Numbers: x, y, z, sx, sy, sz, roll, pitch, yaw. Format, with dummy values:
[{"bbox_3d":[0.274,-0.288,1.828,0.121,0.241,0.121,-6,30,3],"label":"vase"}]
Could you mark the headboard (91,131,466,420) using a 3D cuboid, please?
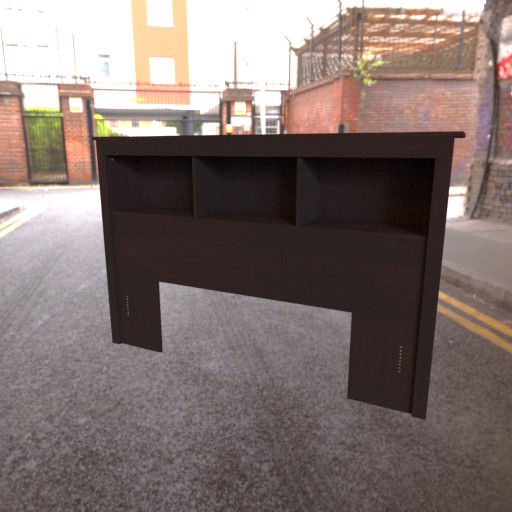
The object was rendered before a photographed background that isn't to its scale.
[{"bbox_3d":[0.000,0.000,2.078,1.671,1.092,0.279,7,15,25],"label":"headboard"}]
